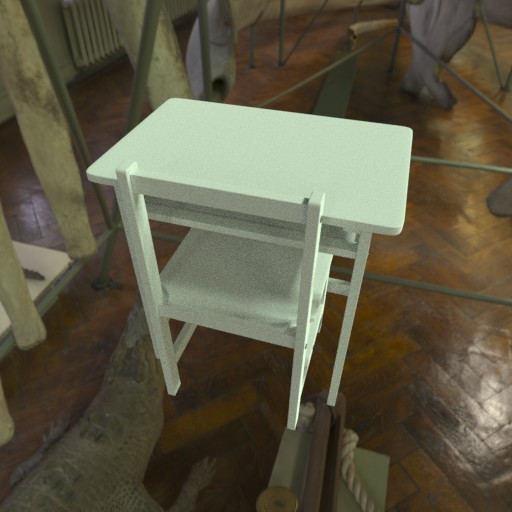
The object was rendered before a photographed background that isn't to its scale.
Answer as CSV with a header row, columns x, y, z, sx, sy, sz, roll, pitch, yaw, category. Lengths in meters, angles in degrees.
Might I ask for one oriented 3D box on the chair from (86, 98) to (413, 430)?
x,y,z,sx,sy,sz,roll,pitch,yaw,category
0.000,0.000,1.076,0.599,0.673,0.461,11,42,13,chair
